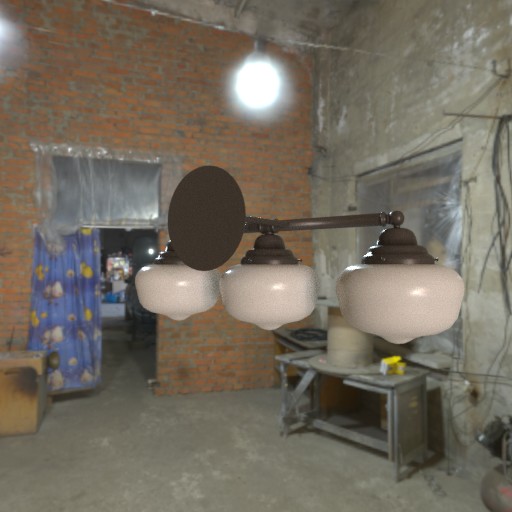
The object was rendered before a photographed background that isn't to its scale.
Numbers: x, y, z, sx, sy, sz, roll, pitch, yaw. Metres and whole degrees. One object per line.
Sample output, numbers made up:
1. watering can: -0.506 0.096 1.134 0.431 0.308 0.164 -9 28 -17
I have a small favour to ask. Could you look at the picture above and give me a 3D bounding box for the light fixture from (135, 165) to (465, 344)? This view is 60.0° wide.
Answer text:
1. light fixture: 0.000 0.000 0.698 0.587 0.242 0.239 -1 -1 37
